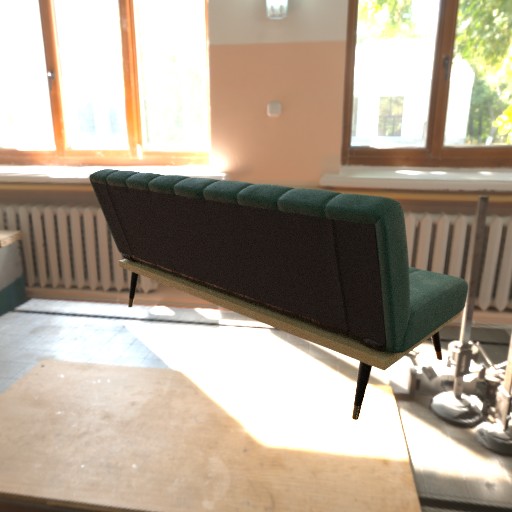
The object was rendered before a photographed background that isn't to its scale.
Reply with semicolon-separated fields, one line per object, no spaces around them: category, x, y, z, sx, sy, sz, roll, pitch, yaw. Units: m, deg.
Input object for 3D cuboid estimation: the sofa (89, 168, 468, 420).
sofa;0.000;0.000;2.235;1.810;0.820;0.830;14;21;42
